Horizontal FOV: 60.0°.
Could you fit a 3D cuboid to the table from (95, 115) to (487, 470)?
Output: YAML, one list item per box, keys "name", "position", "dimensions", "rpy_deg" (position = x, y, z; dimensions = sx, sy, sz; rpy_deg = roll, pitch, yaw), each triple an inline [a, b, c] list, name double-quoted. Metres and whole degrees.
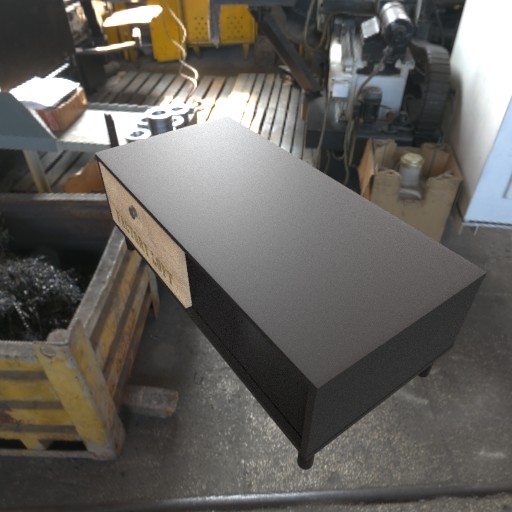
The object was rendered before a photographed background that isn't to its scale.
- name: "table"
  position: [0.000, 0.000, 1.376]
  dimensions: [0.550, 0.400, 1.100]
  rpy_deg: [-25, 46, -26]
